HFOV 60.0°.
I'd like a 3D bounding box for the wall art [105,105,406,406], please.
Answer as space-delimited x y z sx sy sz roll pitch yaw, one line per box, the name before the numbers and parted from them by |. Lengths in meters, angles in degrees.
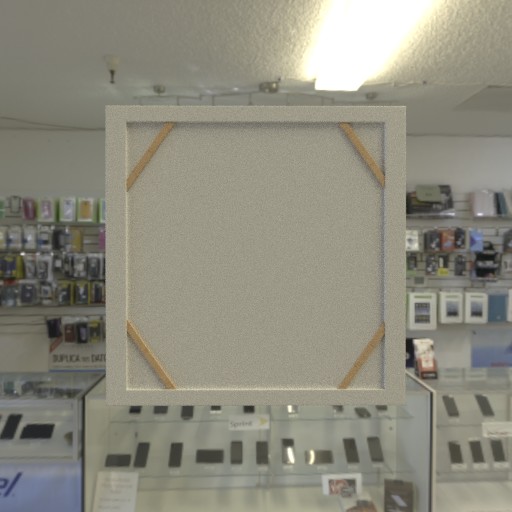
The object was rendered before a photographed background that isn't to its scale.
wall art | 0.000 0.000 1.638 1.092 1.091 0.051 0 0 0
